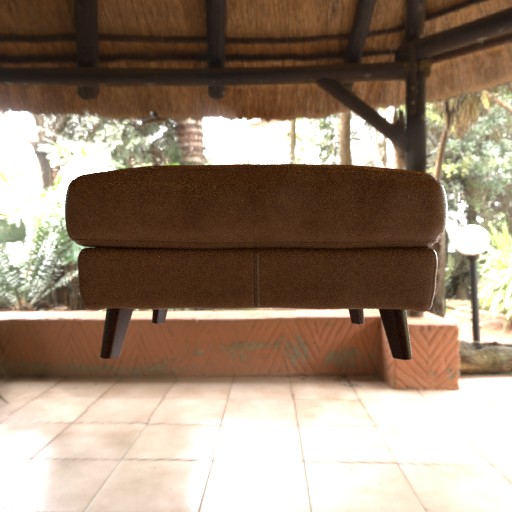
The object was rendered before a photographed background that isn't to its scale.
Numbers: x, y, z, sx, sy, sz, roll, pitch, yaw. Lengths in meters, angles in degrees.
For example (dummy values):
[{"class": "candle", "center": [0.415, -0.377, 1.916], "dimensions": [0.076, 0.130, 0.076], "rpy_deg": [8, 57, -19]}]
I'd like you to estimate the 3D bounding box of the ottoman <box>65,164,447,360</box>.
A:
[{"class": "ottoman", "center": [0.000, 0.000, 1.261], "dimensions": [0.869, 0.461, 0.630], "rpy_deg": [0, 1, 1]}]
